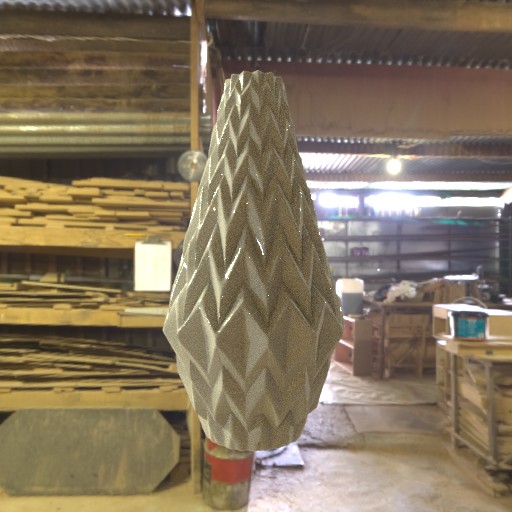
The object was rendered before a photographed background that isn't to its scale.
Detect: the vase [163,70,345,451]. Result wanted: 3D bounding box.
[{"bbox_3d":[0.000,0.000,0.415,0.167,0.328,0.167,0,-1,0],"label":"vase"}]
